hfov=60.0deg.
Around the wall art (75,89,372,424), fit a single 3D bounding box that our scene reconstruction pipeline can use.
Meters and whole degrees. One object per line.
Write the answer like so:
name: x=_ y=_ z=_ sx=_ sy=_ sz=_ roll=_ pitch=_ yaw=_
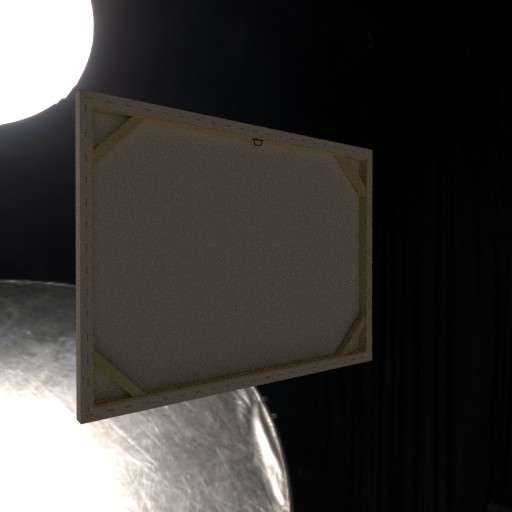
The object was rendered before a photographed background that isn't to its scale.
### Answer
wall art: x=0.000 y=0.000 z=1.321 sx=1.016 sy=0.762 sz=0.038 roll=0 pitch=1 yaw=-36
